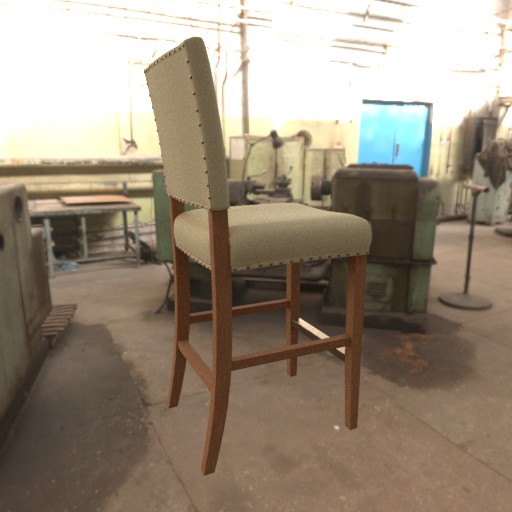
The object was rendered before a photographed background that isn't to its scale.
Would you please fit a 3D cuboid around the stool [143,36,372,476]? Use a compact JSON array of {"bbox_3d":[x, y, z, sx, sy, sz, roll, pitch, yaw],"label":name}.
[{"bbox_3d":[0.000,0.000,1.431,0.584,1.168,0.445,-7,15,-25],"label":"stool"}]
